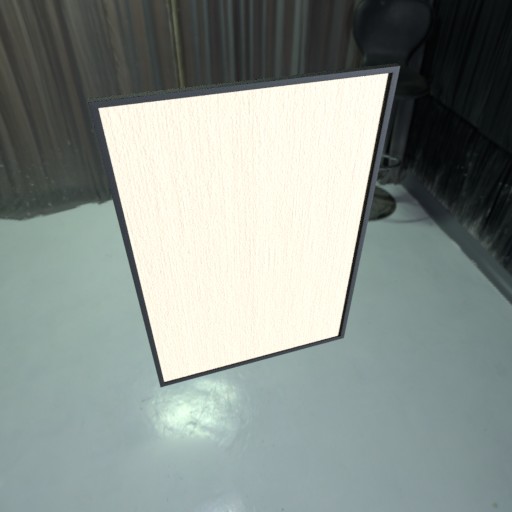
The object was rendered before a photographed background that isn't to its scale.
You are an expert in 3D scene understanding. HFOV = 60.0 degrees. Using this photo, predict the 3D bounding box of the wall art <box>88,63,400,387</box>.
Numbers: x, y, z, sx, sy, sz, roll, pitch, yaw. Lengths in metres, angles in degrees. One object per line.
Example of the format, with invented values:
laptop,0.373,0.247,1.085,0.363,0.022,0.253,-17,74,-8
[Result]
wall art,0.000,0.000,0.842,0.457,0.657,0.013,-12,43,-13
